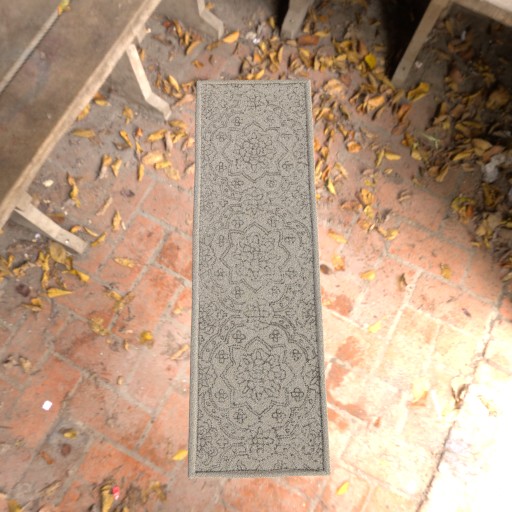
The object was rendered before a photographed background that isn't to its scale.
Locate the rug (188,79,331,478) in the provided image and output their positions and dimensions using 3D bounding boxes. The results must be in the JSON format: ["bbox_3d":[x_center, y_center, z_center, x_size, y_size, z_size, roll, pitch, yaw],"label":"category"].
[{"bbox_3d":[0.000,0.000,2.674,0.769,0.012,2.448,-1,75,0],"label":"rug"}]
